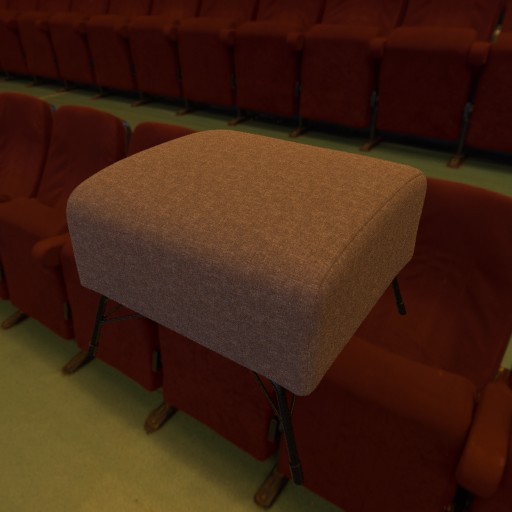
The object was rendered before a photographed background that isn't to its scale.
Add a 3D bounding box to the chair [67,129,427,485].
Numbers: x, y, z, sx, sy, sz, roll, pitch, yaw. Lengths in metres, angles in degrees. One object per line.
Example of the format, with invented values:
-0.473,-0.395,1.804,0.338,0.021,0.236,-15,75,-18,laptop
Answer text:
0.000,0.000,0.909,0.530,0.410,0.530,20,37,28,chair
